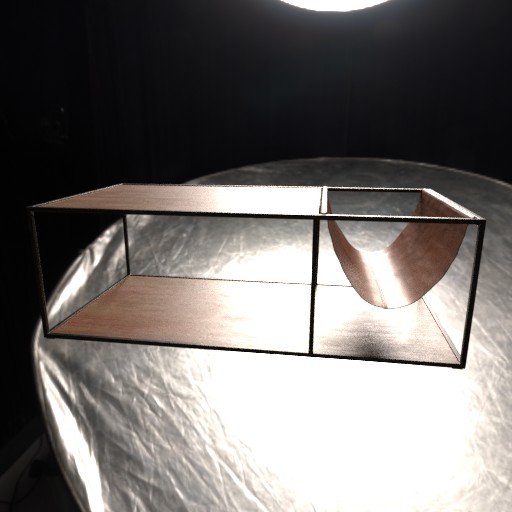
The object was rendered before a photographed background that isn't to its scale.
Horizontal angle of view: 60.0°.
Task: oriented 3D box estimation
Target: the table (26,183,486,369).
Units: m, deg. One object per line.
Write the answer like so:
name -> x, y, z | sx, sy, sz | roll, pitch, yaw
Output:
table -> 0.000, 0.000, 1.477 | 1.199, 0.403, 0.597 | 2, 16, 8
